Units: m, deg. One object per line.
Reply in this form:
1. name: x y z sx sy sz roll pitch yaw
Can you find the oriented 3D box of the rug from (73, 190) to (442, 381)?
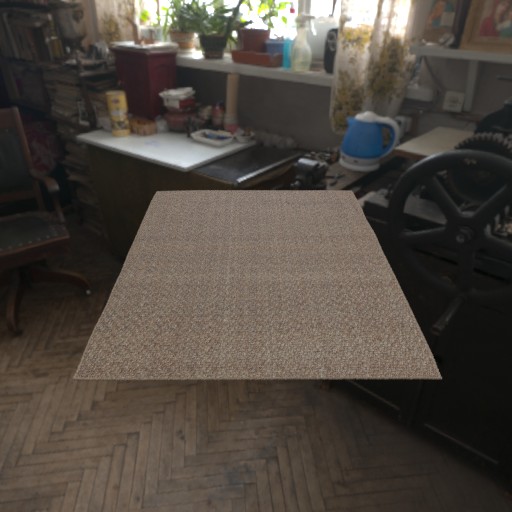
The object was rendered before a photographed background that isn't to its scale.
1. rug: 0.000 0.000 4.167 2.439 0.013 3.048 0 32 0
